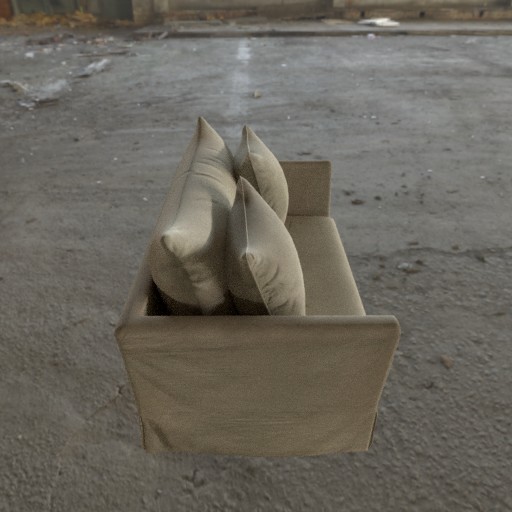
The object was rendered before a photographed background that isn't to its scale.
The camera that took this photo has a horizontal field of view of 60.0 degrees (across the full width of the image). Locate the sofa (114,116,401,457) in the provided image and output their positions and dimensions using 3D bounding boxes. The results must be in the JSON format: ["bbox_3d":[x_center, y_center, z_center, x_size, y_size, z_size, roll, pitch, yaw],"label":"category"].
[{"bbox_3d":[0.000,0.000,2.258,1.035,1.040,1.608,0,33,0],"label":"sofa"}]
